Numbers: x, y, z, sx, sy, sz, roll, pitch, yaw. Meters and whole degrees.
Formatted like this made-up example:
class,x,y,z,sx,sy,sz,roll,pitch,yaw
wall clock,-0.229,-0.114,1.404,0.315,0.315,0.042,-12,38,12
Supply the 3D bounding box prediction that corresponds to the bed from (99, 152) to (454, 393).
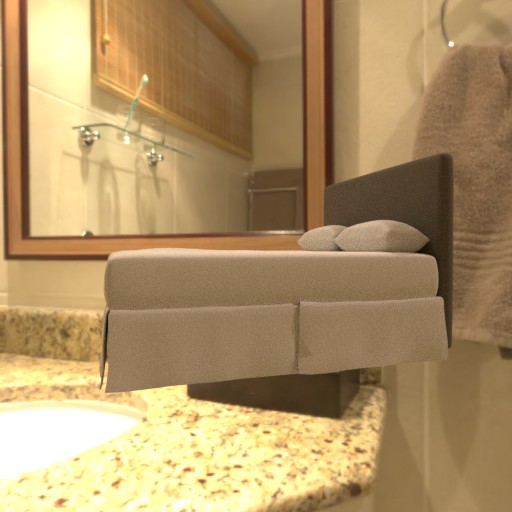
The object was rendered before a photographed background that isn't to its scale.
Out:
class,x,y,z,sx,sy,sz,roll,pitch,yaw
bed,0.000,0.000,3.225,2.142,1.330,1.723,0,1,-18
